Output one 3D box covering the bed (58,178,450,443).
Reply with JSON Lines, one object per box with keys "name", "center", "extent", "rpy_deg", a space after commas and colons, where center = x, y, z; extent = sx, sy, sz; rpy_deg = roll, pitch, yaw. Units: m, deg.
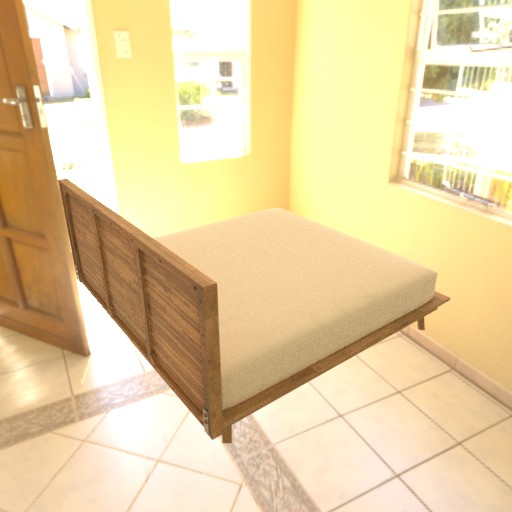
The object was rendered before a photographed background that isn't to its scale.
{"name": "bed", "center": [0.000, 0.000, 3.406], "extent": [2.167, 1.100, 2.116], "rpy_deg": [-18, 30, -33]}
